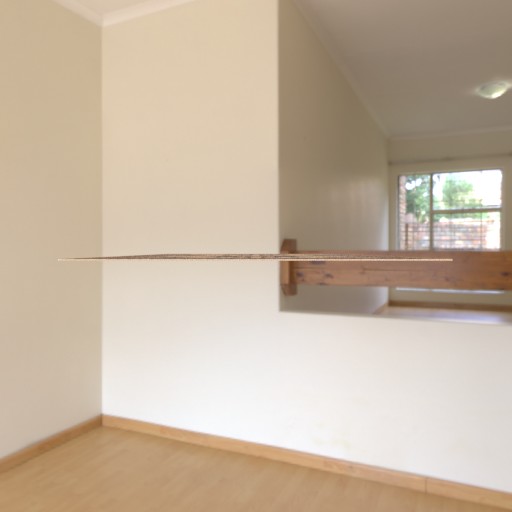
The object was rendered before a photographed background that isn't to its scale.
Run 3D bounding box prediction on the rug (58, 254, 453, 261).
[{"bbox_3d":[0.000,0.000,2.918,1.611,0.008,2.227,0,1,0],"label":"rug"}]
